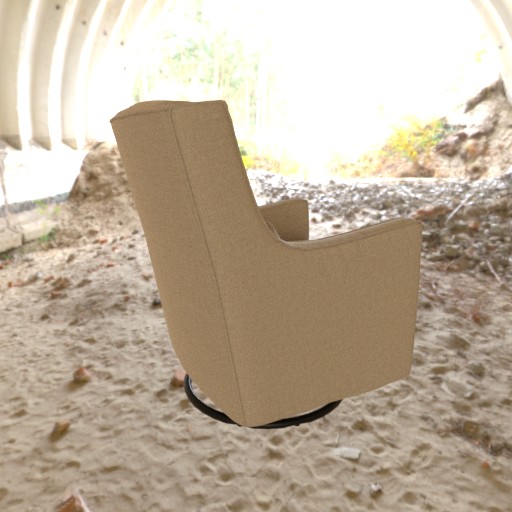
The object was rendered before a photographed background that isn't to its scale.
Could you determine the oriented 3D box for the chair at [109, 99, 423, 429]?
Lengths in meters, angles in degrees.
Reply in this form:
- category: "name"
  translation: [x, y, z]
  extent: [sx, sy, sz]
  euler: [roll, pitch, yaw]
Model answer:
- category: "chair"
  translation: [0.000, 0.000, 1.554]
  extent: [0.879, 0.993, 0.732]
  euler: [-7, 16, -27]
